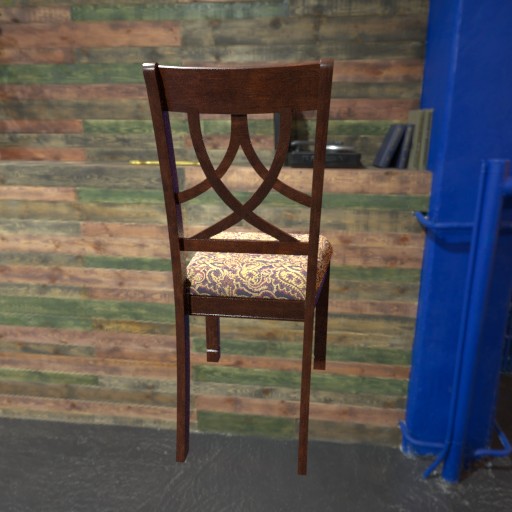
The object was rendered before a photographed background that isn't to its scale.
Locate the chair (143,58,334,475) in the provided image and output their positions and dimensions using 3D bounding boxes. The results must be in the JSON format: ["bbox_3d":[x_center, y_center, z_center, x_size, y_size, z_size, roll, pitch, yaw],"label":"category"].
[{"bbox_3d":[0.000,0.000,1.281,0.457,0.965,0.584,2,16,8],"label":"chair"}]
